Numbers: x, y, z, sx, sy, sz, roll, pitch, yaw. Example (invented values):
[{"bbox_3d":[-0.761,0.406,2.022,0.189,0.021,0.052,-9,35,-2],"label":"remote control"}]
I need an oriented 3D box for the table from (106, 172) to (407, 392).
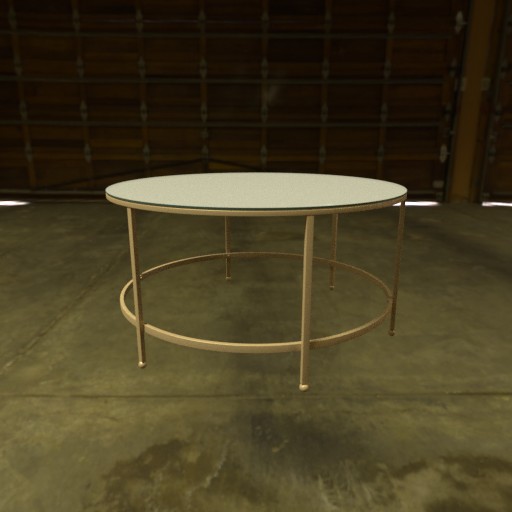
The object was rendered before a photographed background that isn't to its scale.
[{"bbox_3d":[0.000,0.000,1.472,0.914,0.470,0.914,0,15,0],"label":"table"}]
